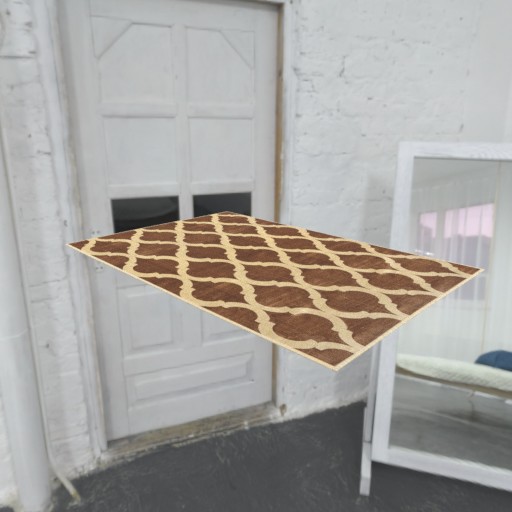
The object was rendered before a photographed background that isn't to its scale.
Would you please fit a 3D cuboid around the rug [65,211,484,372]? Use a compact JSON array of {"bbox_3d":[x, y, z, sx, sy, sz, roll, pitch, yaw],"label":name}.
[{"bbox_3d":[0.000,0.000,2.857,2.284,0.008,1.522,17,24,42],"label":"rug"}]
